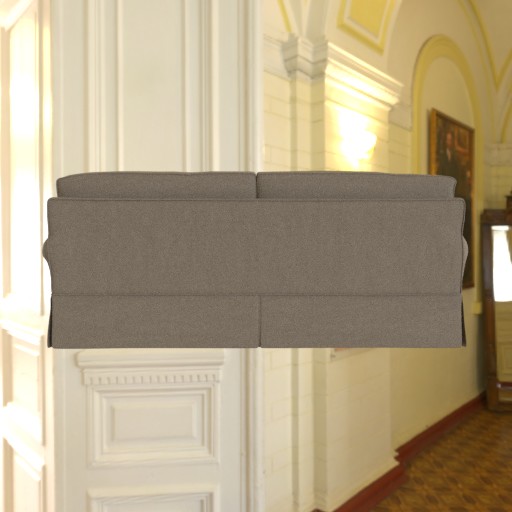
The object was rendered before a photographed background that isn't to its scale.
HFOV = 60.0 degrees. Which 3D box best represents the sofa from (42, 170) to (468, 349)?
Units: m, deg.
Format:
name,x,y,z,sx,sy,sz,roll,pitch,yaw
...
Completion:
name,x,y,z,sx,sy,sz,roll,pitch,yaw
sofa,0.000,0.000,2.726,2.248,0.943,0.991,0,0,-1
